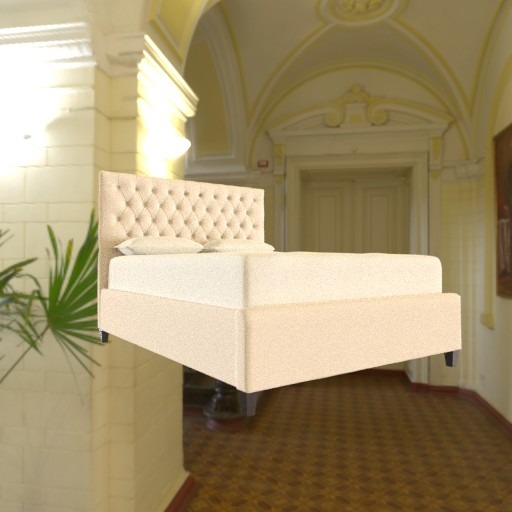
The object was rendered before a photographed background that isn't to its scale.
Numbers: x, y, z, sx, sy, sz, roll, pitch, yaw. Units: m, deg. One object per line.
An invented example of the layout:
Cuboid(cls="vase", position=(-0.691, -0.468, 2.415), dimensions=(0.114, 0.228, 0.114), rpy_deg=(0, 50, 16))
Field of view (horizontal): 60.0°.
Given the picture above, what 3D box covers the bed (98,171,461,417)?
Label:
Cuboid(cls="bed", position=(0.000, 0.000, 3.277), dimensions=(1.696, 1.426, 2.233), rpy_deg=(0, -1, -35))
